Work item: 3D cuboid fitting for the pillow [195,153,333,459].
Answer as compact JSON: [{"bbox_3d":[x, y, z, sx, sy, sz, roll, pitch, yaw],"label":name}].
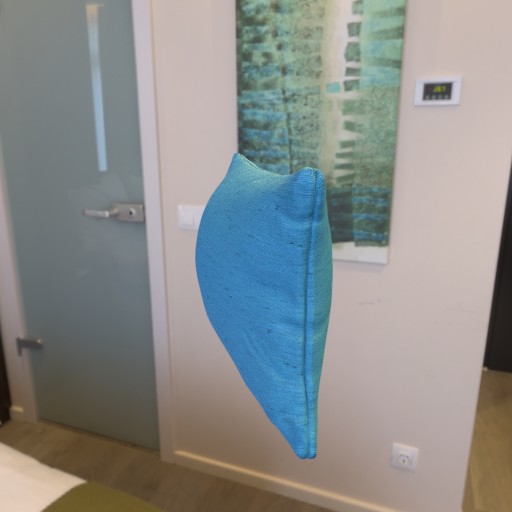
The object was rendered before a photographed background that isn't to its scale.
[{"bbox_3d":[0.000,0.000,0.774,0.210,0.338,0.633,-2,15,-9],"label":"pillow"}]
